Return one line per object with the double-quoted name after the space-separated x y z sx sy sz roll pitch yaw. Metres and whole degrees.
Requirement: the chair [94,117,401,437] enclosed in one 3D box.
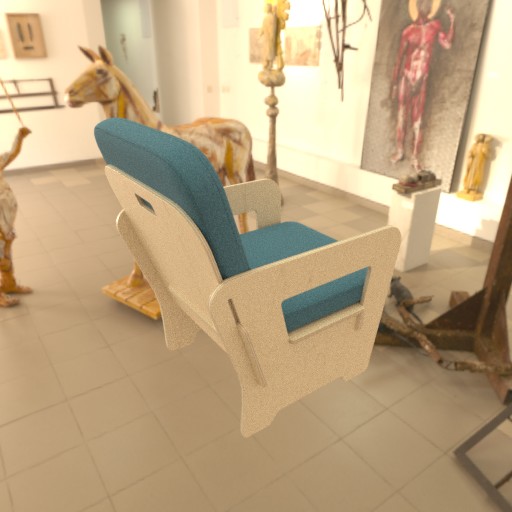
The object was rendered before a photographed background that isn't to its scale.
0.000 0.000 1.213 0.657 0.747 0.547 -17 31 -31 "chair"
